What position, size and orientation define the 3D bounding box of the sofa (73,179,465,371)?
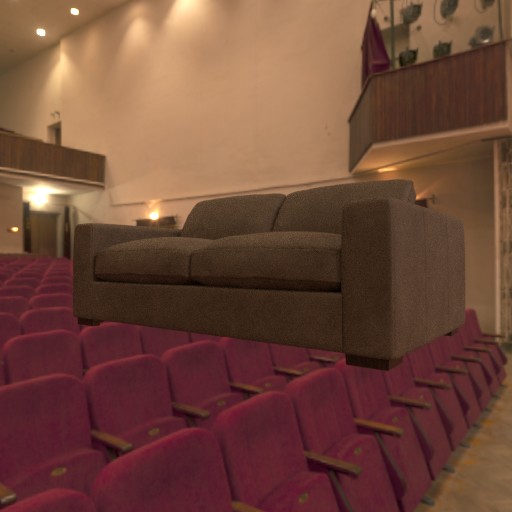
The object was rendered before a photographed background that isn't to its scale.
[{"bbox_3d":[0.000,0.000,2.437,1.920,0.800,1.070,0,-1,37],"label":"sofa"}]
